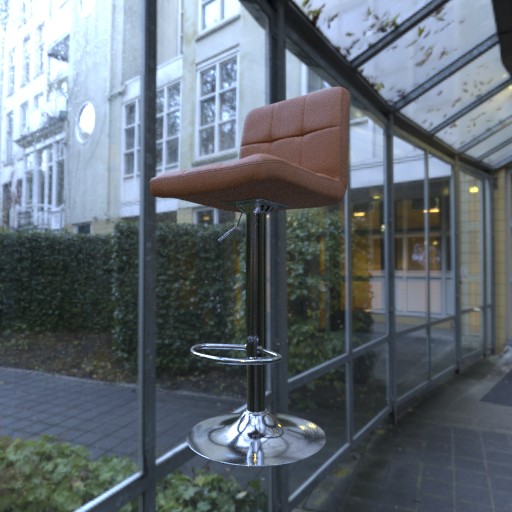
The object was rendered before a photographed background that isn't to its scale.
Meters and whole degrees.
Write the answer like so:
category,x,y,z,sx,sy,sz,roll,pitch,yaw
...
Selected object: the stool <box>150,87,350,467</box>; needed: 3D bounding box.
category,x,y,z,sx,sy,sz,roll,pitch,yaw
stool,0.000,0.000,1.374,0.430,1.115,0.505,-1,-1,38
